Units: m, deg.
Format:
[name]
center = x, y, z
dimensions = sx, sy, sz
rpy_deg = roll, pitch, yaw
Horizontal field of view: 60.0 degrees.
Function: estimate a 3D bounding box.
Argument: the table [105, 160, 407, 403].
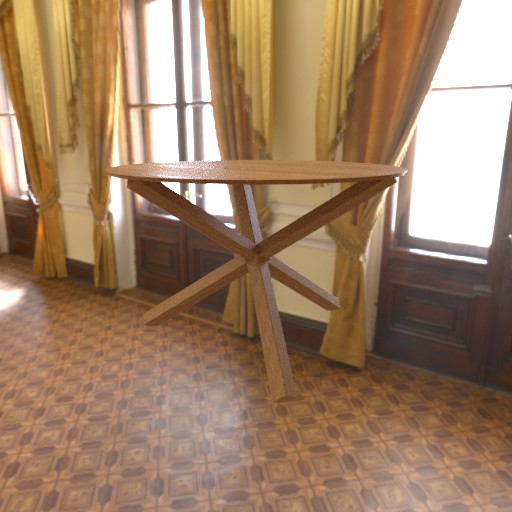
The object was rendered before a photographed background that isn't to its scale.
[table]
center = 0.000, 0.000, 1.685
dimensions = 1.038, 0.666, 1.038
rpy_deg = 0, 15, 0
